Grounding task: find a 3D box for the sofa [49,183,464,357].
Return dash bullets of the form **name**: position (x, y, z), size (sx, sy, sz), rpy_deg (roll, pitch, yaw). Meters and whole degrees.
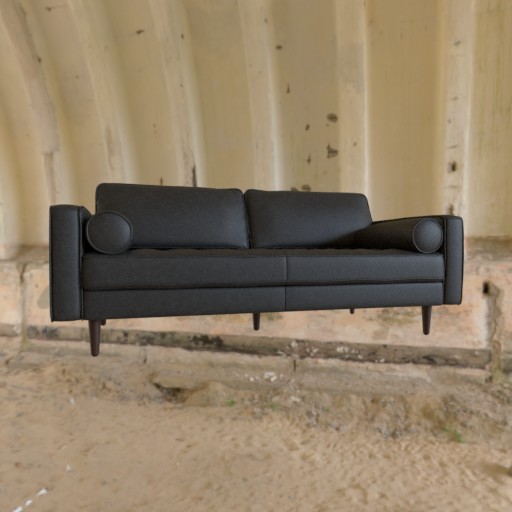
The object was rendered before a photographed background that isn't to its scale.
- **sofa**: position (0.000, 0.000, 2.301), size (1.879, 0.770, 0.921), rpy_deg (0, 1, -17)
